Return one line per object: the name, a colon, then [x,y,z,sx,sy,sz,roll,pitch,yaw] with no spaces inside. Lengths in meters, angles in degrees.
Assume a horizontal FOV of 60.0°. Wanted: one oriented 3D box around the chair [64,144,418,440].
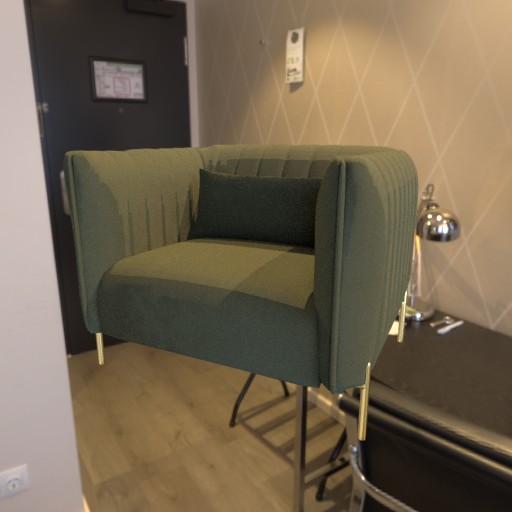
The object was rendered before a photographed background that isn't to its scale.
chair: [0.000,0.000,1.640,1.032,0.794,0.877,7,17,25]
